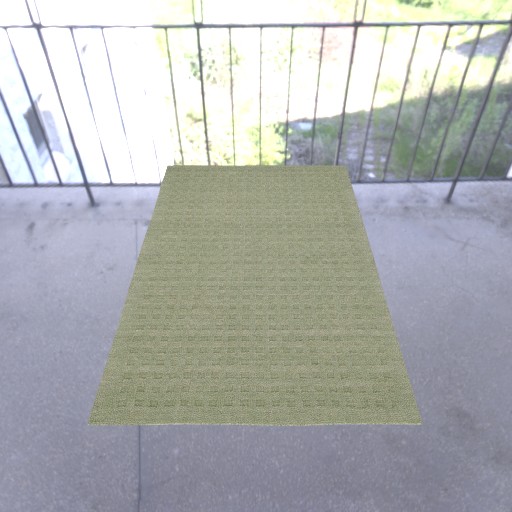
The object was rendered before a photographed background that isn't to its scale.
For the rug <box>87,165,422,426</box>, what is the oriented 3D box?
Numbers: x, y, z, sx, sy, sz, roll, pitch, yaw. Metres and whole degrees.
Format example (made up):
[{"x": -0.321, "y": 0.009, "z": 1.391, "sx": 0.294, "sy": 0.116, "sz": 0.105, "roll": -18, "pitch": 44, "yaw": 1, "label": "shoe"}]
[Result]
[{"x": 0.000, "y": 0.000, "z": 2.165, "sx": 1.143, "sy": 0.006, "sz": 1.747, "roll": 0, "pitch": 41, "yaw": 0, "label": "rug"}]
